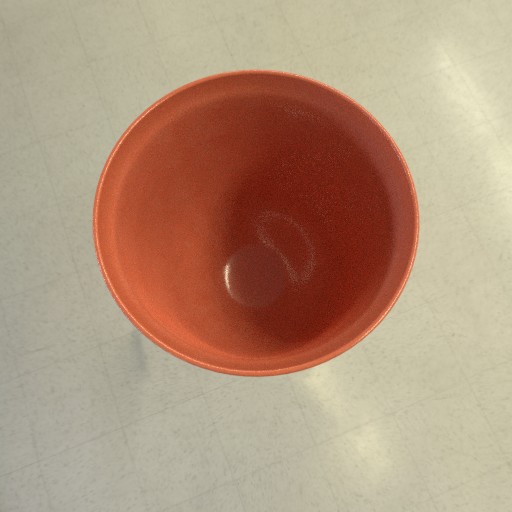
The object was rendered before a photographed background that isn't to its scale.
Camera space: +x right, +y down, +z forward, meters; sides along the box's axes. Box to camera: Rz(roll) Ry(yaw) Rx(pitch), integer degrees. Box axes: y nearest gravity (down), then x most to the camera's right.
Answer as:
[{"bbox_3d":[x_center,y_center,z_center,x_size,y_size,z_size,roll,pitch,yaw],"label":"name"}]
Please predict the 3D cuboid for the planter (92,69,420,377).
[{"bbox_3d":[0.000,0.000,0.367,0.195,0.214,0.195,0,74,0],"label":"planter"}]
